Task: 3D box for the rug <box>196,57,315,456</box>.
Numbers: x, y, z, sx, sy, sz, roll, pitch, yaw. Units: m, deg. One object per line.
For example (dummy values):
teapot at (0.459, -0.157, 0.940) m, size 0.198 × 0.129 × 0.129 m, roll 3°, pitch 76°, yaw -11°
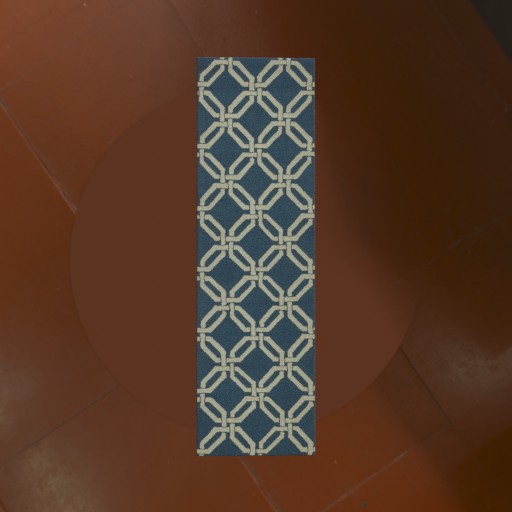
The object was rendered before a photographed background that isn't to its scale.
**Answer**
rug at (0.000, 0.000, 2.535) m, size 0.678 × 0.014 × 2.276 m, roll 0°, pitch 90°, yaw -1°
